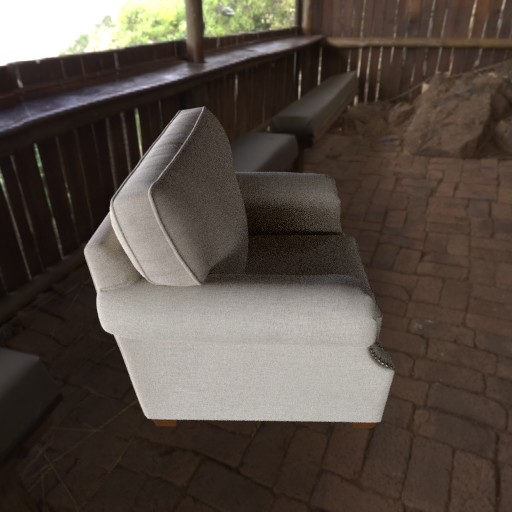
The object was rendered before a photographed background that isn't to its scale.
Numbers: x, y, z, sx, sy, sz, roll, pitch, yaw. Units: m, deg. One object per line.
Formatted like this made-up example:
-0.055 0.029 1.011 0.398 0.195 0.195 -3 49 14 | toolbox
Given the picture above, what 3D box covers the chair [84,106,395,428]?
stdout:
0.000 0.000 1.781 0.965 0.961 1.092 1 31 1 | chair
